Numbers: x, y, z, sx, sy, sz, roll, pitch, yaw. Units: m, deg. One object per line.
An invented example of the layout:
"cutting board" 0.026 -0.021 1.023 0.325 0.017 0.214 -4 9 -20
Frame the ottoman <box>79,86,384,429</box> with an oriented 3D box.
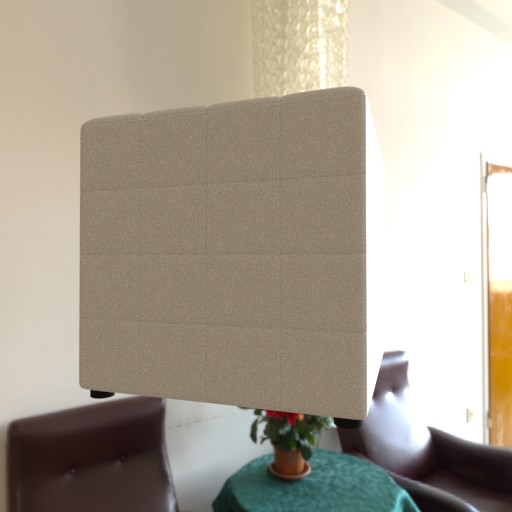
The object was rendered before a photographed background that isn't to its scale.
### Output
"ottoman" 0.000 0.000 0.800 0.425 0.432 0.425 0 -1 19
